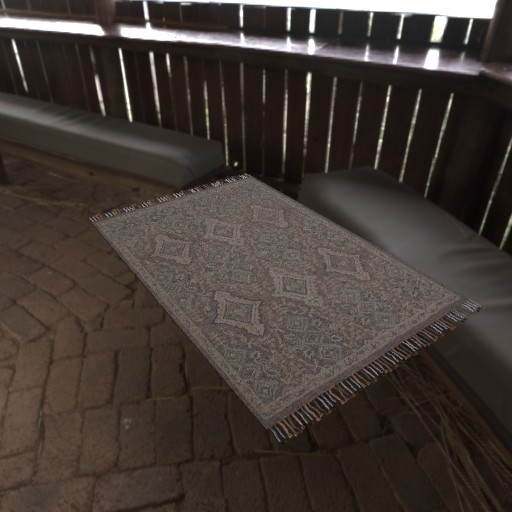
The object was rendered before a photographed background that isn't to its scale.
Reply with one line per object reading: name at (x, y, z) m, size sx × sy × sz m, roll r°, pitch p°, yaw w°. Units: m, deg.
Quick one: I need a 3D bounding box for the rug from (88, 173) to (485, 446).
rug at (0.000, 0.000, 3.020) m, size 1.516 × 0.010 × 2.434 m, roll -22°, pitch 39°, yaw -29°
